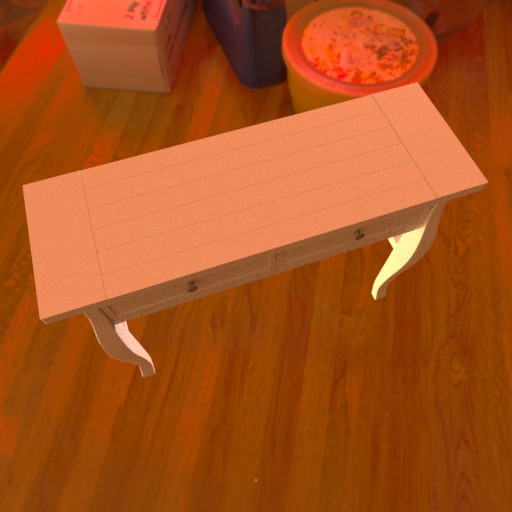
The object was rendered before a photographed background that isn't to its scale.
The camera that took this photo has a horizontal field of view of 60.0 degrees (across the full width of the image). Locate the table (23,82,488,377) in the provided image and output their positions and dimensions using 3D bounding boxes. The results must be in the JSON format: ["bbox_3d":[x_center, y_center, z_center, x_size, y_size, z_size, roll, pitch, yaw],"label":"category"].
[{"bbox_3d":[0.000,0.000,1.408,1.062,0.768,0.373,-17,64,-8],"label":"table"}]
